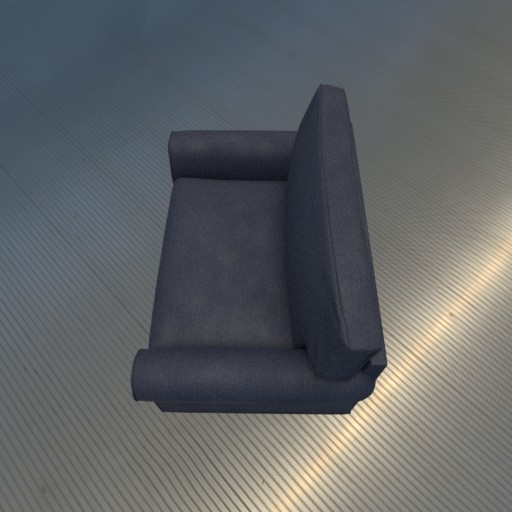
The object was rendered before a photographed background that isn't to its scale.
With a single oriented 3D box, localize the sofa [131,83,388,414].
[{"bbox_3d":[0.000,0.000,2.101,0.938,1.004,1.405,1,58,0],"label":"sofa"}]
